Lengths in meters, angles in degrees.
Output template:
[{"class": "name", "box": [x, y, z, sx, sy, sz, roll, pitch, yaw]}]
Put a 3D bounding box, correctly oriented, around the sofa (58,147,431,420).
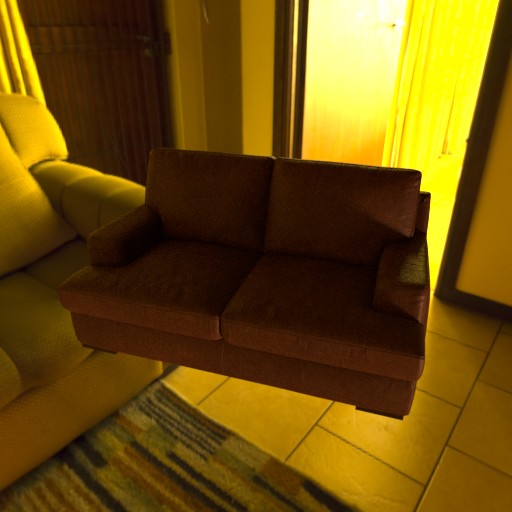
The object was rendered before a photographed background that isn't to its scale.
[{"class": "sofa", "box": [0.000, 0.000, 2.496, 1.880, 0.939, 1.143, 8, 29, 16]}]
